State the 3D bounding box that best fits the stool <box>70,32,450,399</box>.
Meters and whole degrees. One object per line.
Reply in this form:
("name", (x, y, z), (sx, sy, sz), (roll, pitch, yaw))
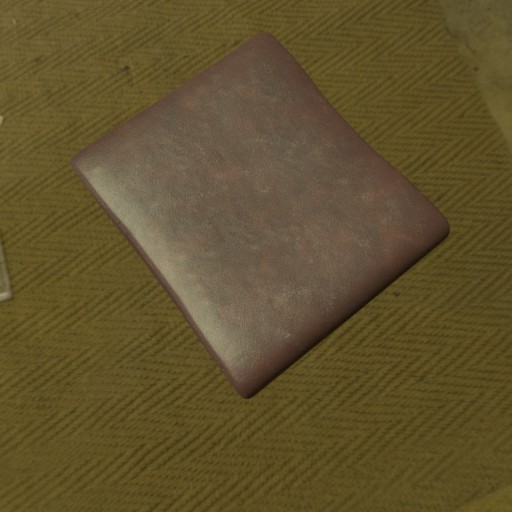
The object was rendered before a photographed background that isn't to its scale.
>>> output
("stool", (0.000, 0.000, 1.030), (0.401, 0.769, 0.465), (-37, 78, -9))
